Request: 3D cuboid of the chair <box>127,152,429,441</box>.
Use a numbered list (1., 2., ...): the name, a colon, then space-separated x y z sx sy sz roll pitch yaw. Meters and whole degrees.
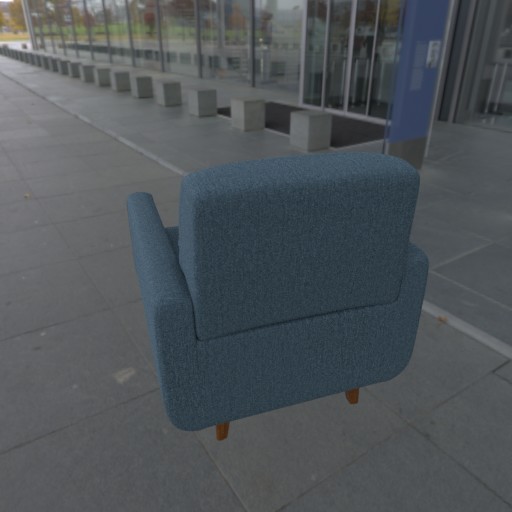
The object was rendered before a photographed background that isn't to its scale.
1. chair: 0.000 0.000 1.712 0.880 0.940 0.964 -9 28 -17
